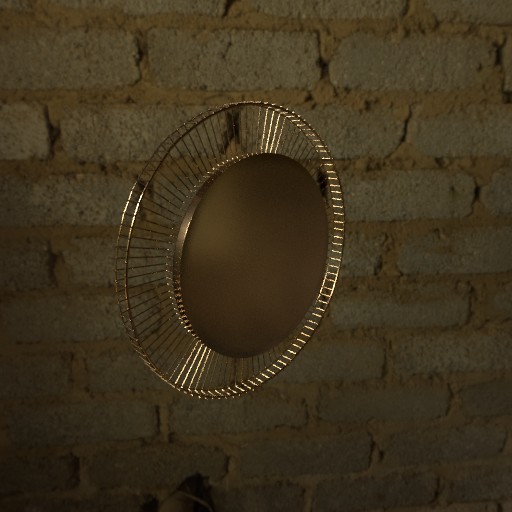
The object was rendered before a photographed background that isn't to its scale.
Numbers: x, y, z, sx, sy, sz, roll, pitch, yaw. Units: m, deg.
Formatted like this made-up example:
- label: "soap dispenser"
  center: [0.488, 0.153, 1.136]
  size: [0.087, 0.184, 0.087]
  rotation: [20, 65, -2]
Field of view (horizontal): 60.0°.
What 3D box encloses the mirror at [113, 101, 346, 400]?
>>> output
- label: "mirror"
  center: [0.000, 0.000, 1.067]
  size: [0.703, 0.703, 0.067]
  rotation: [-15, 21, -42]
